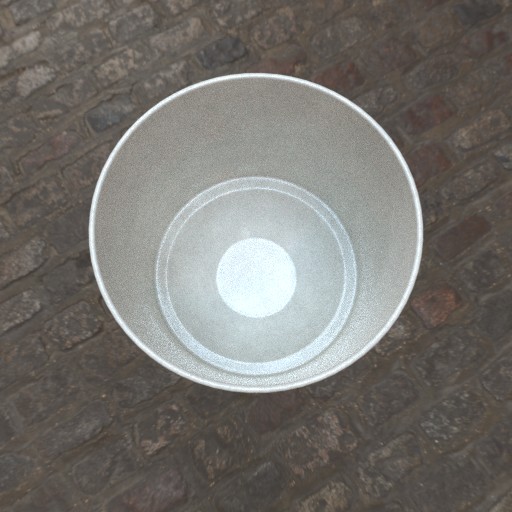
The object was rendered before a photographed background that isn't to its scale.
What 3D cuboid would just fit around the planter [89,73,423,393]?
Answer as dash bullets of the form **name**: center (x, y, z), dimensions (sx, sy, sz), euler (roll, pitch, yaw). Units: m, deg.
- **planter**: center (0.000, 0.000, 0.447), dimensions (0.250, 0.239, 0.250), euler (0, 76, 0)
